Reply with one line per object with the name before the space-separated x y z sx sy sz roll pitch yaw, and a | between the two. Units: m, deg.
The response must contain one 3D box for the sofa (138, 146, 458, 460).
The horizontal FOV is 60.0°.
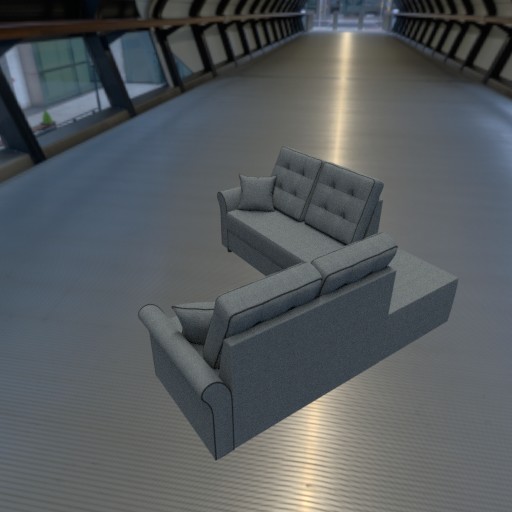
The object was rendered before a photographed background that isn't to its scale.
sofa | 0.000 0.000 3.320 2.070 0.988 2.068 -19 35 -30
